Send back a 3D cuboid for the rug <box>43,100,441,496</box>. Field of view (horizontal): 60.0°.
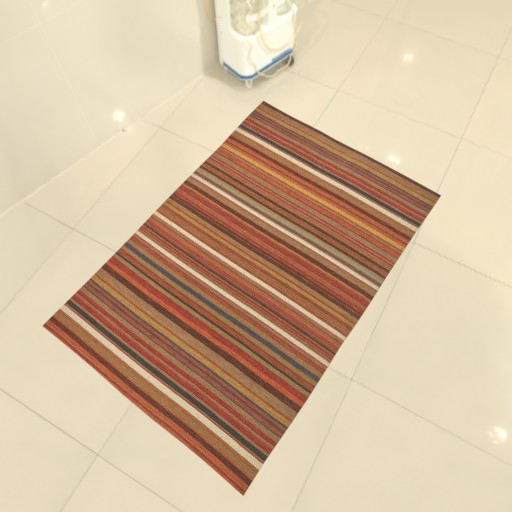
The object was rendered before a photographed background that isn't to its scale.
[{"bbox_3d":[0.000,0.000,2.298,1.217,0.007,1.828,33,68,15],"label":"rug"}]
